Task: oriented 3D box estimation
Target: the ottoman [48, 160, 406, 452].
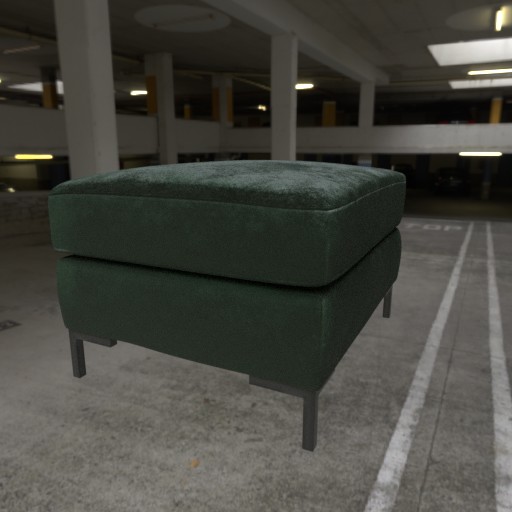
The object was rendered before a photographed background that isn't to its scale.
[{"bbox_3d":[0.000,0.000,1.285,0.701,0.538,0.839,7,15,26],"label":"ottoman"}]
